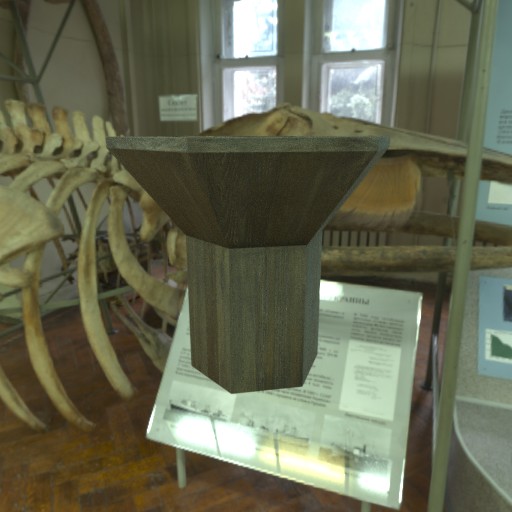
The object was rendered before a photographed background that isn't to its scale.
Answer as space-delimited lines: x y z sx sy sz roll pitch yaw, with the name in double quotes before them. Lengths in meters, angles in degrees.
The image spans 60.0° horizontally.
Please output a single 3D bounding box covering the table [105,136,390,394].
"table" 0.000 0.000 1.126 0.683 0.586 0.592 -3 16 -10
